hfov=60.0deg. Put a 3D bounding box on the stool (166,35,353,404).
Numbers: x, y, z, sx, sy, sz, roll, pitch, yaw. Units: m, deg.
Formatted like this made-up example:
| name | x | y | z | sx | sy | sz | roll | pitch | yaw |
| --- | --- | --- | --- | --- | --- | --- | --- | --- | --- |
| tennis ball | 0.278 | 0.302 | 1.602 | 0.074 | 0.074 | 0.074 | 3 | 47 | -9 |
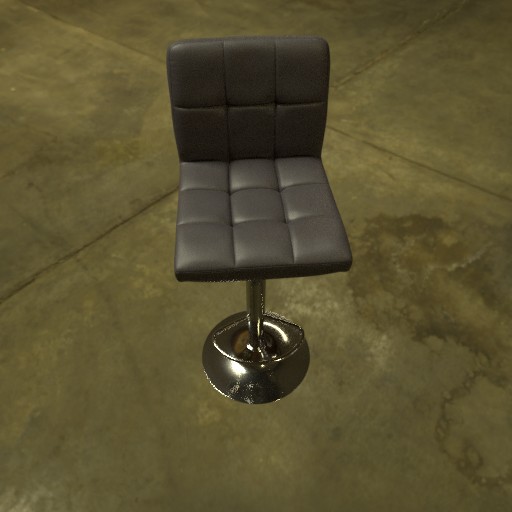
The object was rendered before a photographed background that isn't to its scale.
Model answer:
| name | x | y | z | sx | sy | sz | roll | pitch | yaw |
| --- | --- | --- | --- | --- | --- | --- | --- | --- | --- |
| stool | 0.000 | 0.000 | 1.353 | 0.430 | 1.115 | 0.505 | -3 | 46 | -3 |
